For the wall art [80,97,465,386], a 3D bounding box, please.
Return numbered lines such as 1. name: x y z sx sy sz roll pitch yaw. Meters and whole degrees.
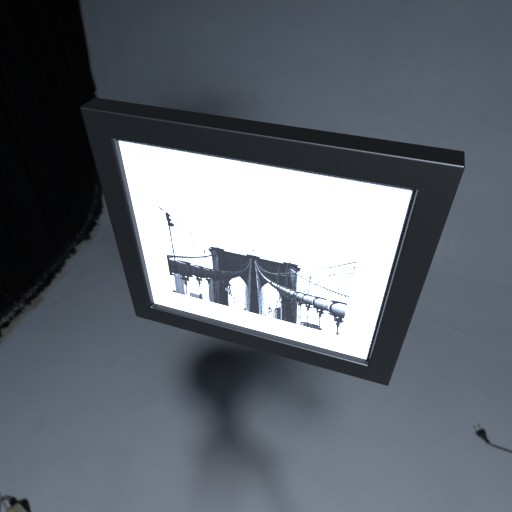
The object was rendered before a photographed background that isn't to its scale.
1. wall art: 0.000 0.000 0.536 0.380 0.330 0.028 13 43 14
